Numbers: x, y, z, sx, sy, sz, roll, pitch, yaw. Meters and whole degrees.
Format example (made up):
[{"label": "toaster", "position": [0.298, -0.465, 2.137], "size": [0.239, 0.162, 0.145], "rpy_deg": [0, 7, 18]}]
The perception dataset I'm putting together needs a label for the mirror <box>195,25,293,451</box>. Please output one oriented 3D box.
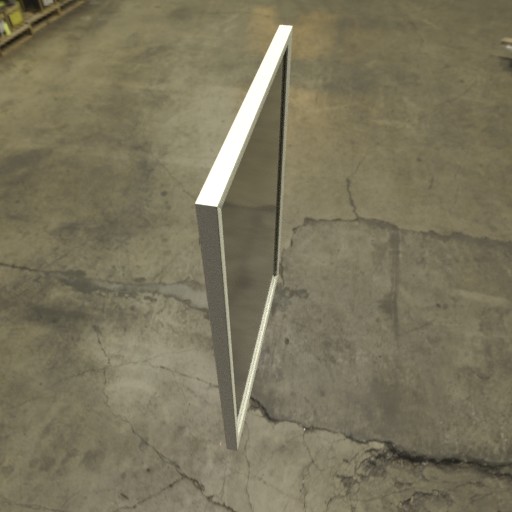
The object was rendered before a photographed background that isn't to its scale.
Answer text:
[{"label": "mirror", "position": [0.000, 0.000, 1.304], "size": [0.040, 1.016, 0.762], "rpy_deg": [9, 47, 8]}]
